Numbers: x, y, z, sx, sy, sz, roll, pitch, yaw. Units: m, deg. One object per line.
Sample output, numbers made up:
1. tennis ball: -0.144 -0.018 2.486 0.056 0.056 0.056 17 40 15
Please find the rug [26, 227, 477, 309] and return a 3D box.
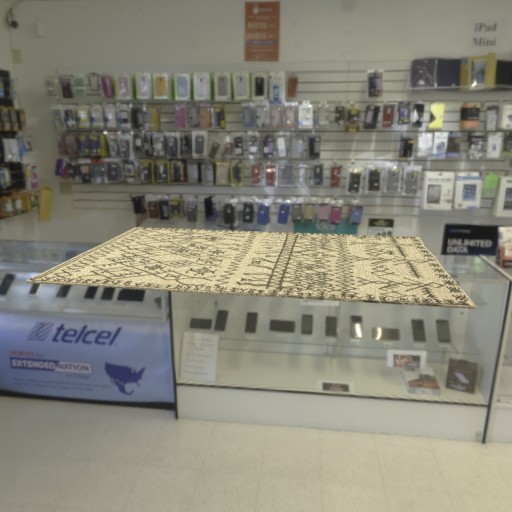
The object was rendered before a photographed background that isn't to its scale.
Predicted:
1. rug: 0.000 0.000 3.084 2.444 0.012 1.530 3 16 9
